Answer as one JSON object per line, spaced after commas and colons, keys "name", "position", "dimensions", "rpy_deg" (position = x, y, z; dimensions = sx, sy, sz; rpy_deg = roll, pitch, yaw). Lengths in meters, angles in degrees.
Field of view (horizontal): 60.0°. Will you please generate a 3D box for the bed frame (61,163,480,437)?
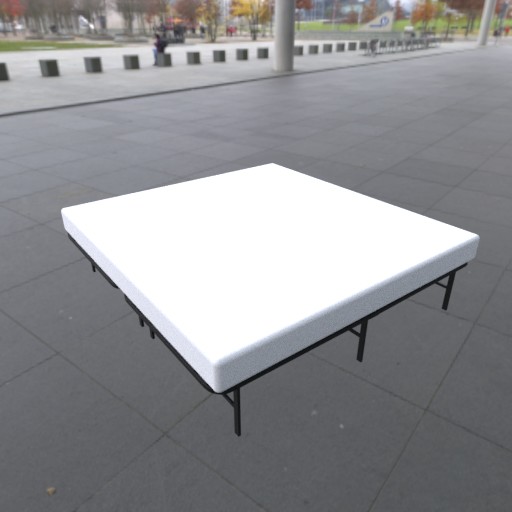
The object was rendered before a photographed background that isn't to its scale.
{"name": "bed frame", "position": [0.000, 0.000, 3.035], "dimensions": [1.935, 0.525, 2.033], "rpy_deg": [-19, 33, -32]}
